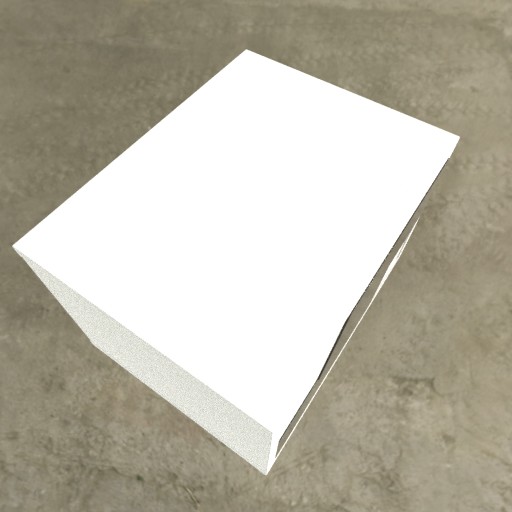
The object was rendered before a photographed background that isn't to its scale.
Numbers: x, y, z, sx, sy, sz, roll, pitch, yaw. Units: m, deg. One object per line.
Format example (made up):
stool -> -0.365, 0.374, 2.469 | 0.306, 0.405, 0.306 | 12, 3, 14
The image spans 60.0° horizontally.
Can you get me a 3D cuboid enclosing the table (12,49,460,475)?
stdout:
table -> 0.000, 0.000, 0.768 | 0.399, 0.357, 0.517 | 30, 62, 18
